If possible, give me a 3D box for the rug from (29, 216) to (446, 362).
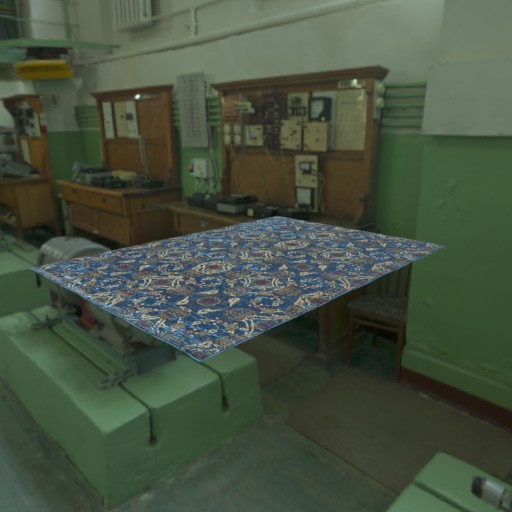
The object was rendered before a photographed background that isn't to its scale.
[{"bbox_3d":[0.000,0.000,4.235,2.337,0.013,3.291,15,22,42],"label":"rug"}]
